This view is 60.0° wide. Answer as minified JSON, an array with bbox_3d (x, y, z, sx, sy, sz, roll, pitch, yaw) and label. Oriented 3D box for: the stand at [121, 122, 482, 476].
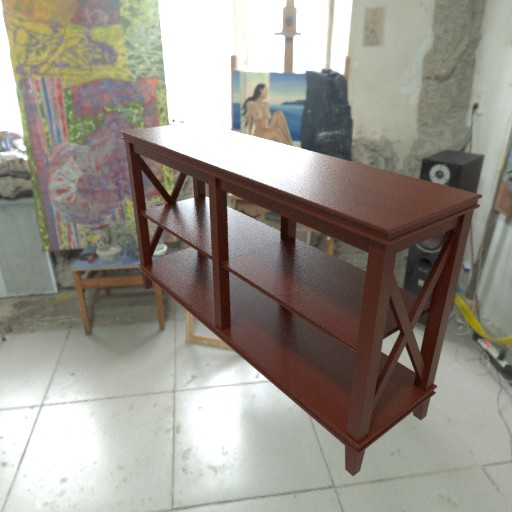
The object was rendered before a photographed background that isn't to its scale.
[{"bbox_3d":[0.000,0.000,1.667,0.381,0.762,1.372,-19,32,-34],"label":"stand"}]
